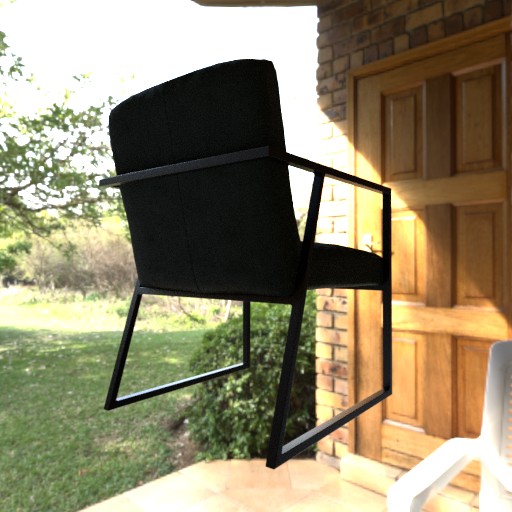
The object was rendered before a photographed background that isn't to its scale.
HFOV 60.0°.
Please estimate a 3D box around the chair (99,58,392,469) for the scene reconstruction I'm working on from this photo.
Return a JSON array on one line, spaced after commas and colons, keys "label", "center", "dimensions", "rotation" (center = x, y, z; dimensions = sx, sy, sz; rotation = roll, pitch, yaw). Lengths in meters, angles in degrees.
[{"label": "chair", "center": [0.000, 0.000, 1.276], "dimensions": [0.571, 0.833, 0.677], "rotation": [-1, -1, 38]}]
